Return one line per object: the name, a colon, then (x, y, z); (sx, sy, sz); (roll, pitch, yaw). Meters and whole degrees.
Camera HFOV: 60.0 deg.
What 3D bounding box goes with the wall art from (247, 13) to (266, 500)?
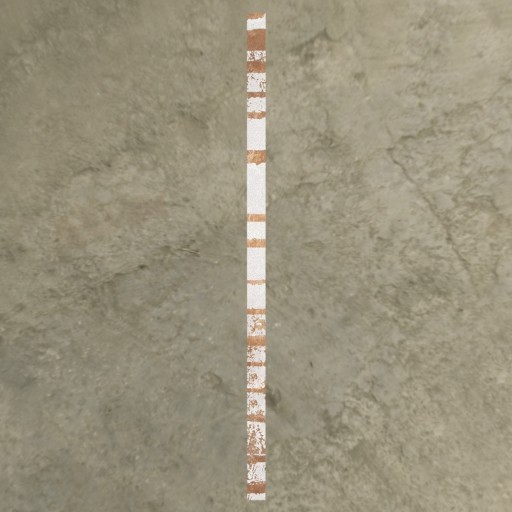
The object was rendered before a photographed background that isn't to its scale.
wall art: (0.000, 0.000, 1.136); (0.035, 0.609, 0.914); (0, 91, 0)
